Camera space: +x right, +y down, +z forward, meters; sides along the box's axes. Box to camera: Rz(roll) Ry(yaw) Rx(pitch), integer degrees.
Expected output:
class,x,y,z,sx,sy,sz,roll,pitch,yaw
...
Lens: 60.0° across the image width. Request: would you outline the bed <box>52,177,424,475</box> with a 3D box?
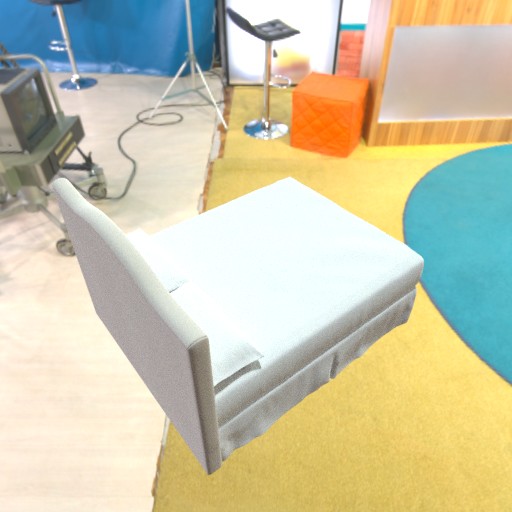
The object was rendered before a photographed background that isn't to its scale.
class,x,y,z,sx,sy,sz,roll,pitch,yaw
bed,0.000,0.000,3.348,2.143,1.460,1.753,-27,48,-28
